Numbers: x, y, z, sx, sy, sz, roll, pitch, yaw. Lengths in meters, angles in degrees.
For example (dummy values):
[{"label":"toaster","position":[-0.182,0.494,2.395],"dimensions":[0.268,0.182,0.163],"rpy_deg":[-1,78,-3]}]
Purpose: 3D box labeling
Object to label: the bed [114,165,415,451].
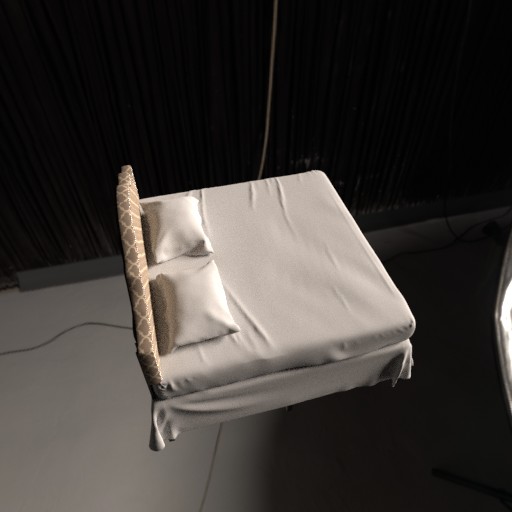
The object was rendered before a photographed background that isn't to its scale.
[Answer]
[{"label":"bed","position":[0.000,0.000,3.761],"dimensions":[2.222,1.601,2.314],"rpy_deg":[-11,47,-10]}]
